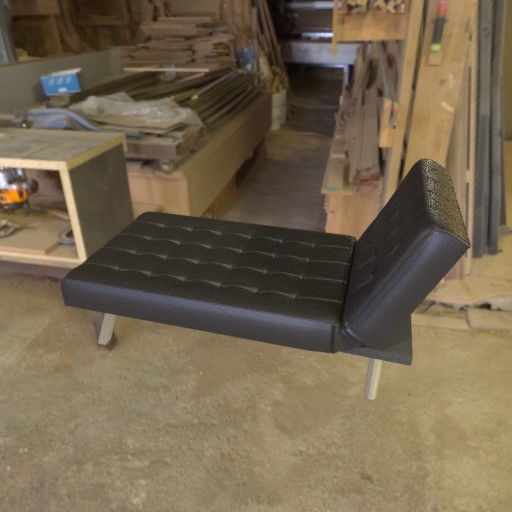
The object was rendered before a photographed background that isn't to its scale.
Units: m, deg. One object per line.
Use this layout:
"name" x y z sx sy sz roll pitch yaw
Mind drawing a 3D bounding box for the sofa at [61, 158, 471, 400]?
"sofa" 0.000 0.000 2.004 1.560 0.820 0.760 8 30 14
